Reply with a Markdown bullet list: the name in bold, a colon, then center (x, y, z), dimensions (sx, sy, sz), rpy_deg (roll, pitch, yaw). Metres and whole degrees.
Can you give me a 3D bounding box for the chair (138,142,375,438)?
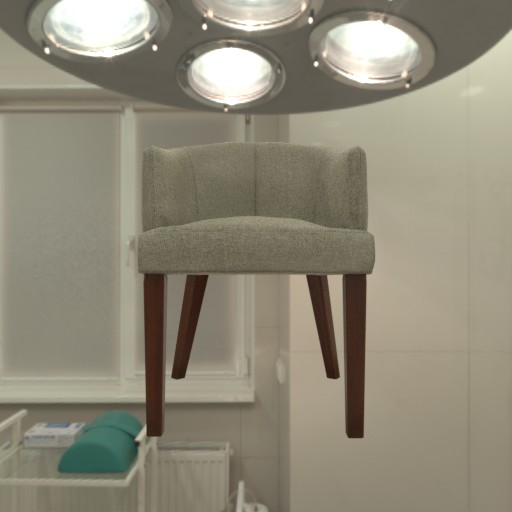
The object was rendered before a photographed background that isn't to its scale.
- **chair**: center (0.000, 0.000, 1.284), dimensions (0.583, 0.811, 0.655), rpy_deg (0, 0, 0)
